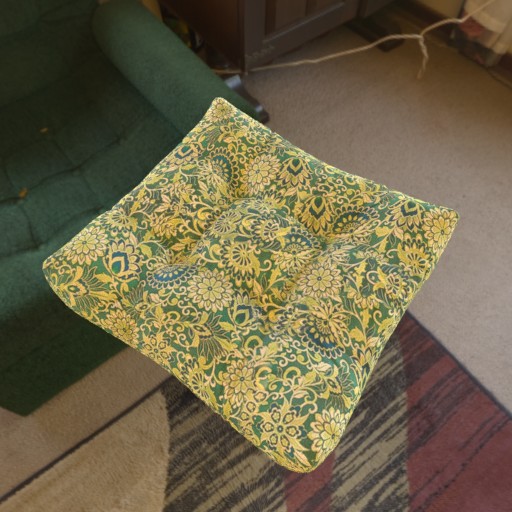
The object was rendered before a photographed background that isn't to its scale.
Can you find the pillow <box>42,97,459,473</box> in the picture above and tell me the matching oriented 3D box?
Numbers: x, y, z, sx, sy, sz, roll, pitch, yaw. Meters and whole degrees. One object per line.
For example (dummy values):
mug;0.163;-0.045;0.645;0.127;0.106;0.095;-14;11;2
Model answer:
pillow;0.000;0.000;0.711;0.490;0.128;0.468;31;64;17
